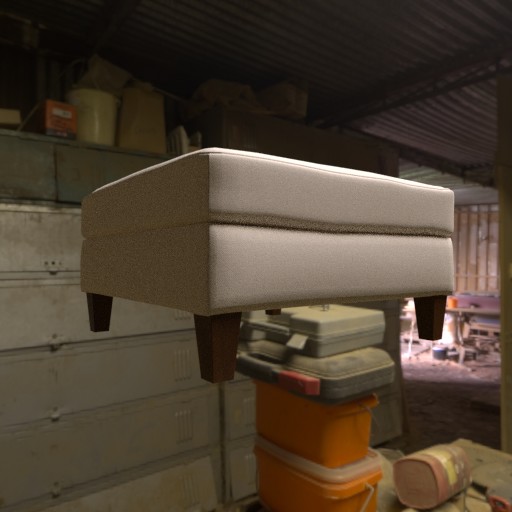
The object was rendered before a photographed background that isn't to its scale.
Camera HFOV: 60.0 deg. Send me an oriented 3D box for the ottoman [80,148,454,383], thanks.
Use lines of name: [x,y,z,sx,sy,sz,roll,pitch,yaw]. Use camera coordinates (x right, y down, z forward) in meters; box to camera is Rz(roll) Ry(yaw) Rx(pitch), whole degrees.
ottoman: [0.000,0.000,1.353,0.838,0.479,0.838,0,-1,-37]
